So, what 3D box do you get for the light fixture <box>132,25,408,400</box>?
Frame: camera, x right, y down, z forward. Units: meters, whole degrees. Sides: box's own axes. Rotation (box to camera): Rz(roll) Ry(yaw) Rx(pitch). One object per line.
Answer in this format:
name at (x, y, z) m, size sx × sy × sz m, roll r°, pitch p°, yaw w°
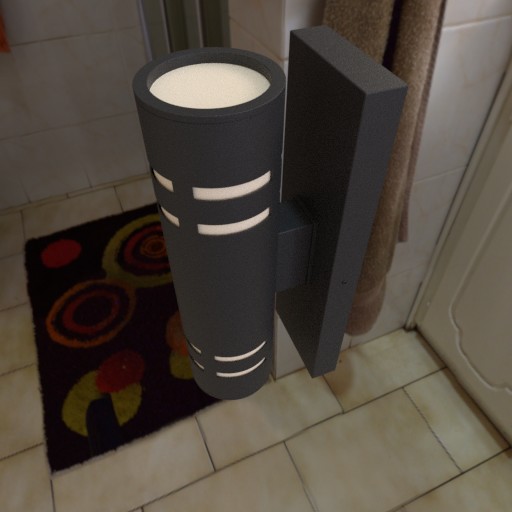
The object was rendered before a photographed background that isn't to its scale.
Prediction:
light fixture at (0.000, 0.000, 0.390) m, size 0.149 × 0.330 × 0.105 m, roll -16°, pitch 49°, yaw -15°
